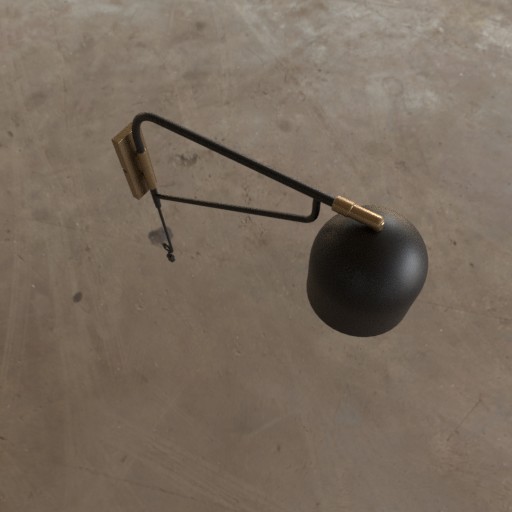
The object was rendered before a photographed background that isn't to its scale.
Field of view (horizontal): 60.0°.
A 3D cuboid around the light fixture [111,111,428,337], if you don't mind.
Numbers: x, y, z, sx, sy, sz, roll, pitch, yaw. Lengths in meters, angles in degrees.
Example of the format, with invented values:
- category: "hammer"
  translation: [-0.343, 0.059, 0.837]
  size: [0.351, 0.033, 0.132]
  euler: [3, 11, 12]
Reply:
- category: "light fixture"
  translation: [0.000, 0.000, 1.083]
  size: [0.720, 0.696, 0.215]
  euler: [30, 64, 16]
